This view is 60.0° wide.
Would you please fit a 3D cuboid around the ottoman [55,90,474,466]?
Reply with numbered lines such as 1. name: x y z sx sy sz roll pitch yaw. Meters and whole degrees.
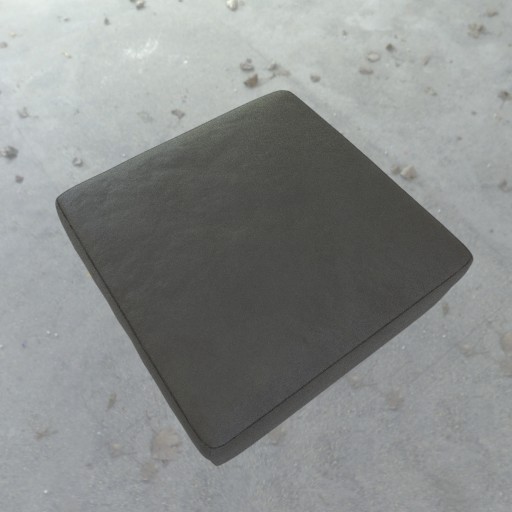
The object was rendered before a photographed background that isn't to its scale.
1. ottoman: 0.000 0.000 1.304 0.844 0.415 0.836 -31 64 -17
